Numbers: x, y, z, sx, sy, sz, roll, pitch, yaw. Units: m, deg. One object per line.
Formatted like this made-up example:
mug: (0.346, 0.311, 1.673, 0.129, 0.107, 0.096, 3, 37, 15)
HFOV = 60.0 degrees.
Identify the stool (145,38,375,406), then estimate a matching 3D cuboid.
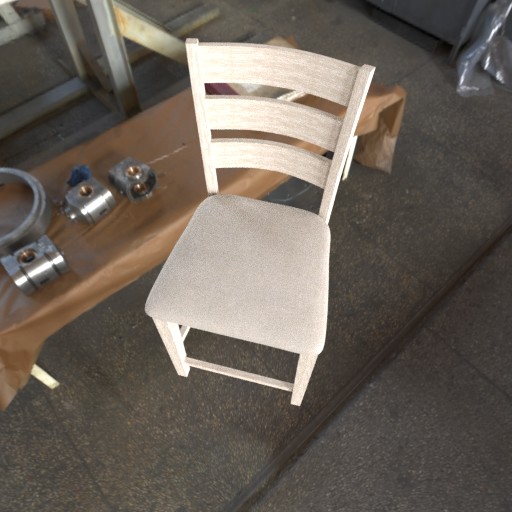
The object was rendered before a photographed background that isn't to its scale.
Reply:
stool: (0.000, 0.000, 1.331, 0.484, 1.032, 0.569, 12, 59, 7)
